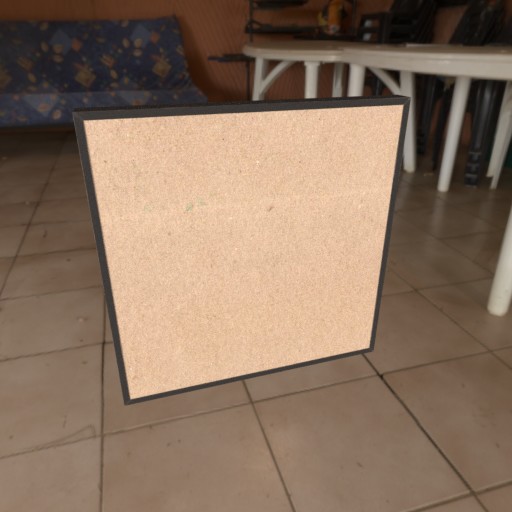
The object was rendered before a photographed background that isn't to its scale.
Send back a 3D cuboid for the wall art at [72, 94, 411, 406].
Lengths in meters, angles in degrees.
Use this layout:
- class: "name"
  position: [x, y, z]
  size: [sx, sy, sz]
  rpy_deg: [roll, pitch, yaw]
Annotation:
- class: "wall art"
  position: [0.000, 0.000, 0.769]
  size: [0.508, 0.508, 0.038]
  rpy_deg: [-8, 28, -16]
